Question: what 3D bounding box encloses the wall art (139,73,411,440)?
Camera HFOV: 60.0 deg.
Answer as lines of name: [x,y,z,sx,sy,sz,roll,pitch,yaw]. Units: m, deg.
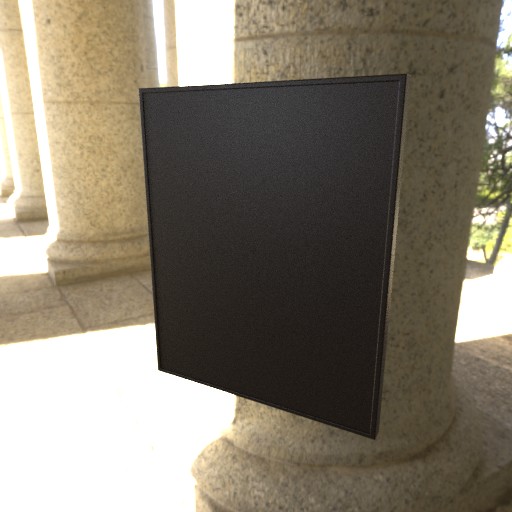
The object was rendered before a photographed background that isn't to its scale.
wall art: [0.000,0.000,0.754,0.451,0.551,0.028,8,18,27]
